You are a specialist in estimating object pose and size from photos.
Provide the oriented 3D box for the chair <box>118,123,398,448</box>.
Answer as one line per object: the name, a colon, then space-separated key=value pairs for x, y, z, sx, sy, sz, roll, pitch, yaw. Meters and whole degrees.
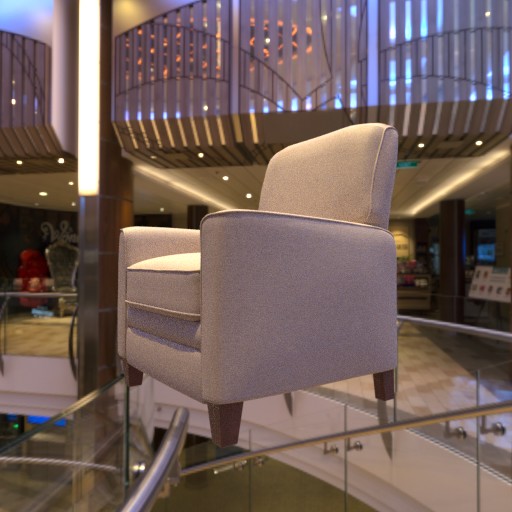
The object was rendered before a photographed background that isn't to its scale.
chair: x=0.000 y=0.000 z=1.693 sx=0.858 sy=1.023 sz=0.841 roll=1 pitch=-1 yaw=-36
